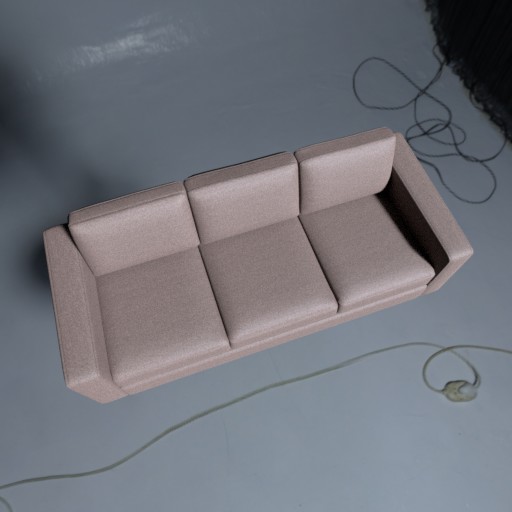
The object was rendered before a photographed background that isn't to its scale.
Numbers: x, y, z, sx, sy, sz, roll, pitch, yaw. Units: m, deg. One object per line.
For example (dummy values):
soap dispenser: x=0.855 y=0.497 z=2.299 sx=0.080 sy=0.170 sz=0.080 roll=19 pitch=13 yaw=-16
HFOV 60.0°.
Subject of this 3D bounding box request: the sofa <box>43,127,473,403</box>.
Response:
sofa: x=0.000 y=0.000 z=2.529 sx=2.160 sy=0.806 sz=0.900 roll=-17 pitch=65 yaw=-8
